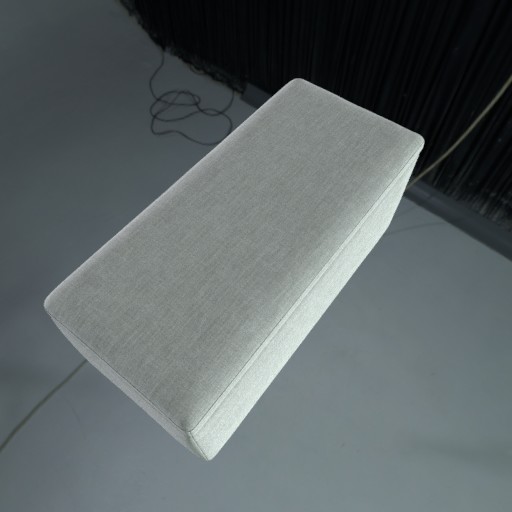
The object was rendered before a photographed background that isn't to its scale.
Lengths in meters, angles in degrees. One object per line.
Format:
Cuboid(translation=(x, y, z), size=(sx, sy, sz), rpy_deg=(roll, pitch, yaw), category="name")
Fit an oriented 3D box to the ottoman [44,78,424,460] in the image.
Cuboid(translation=(0.000, 0.000, 1.145), size=(0.419, 0.432, 0.902), rpy_deg=(33, 64, 19), category="ottoman")
